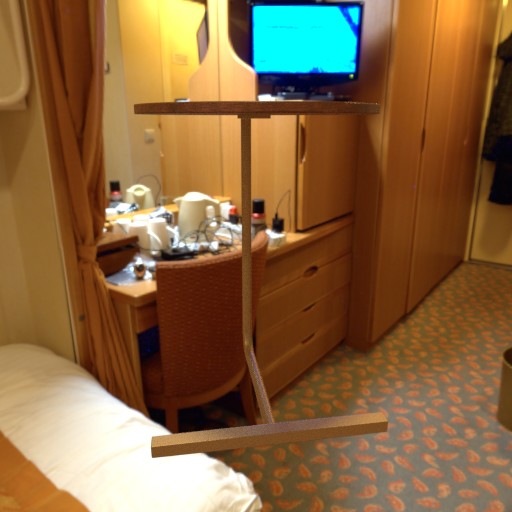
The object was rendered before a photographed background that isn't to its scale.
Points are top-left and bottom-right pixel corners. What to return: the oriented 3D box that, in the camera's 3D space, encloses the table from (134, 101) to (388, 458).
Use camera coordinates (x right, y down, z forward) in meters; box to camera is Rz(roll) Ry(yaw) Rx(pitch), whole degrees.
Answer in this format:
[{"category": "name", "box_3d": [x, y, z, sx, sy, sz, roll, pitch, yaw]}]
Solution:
[{"category": "table", "box_3d": [0.000, 0.000, 1.099, 0.530, 0.706, 0.577, -3, 17, -9]}]
